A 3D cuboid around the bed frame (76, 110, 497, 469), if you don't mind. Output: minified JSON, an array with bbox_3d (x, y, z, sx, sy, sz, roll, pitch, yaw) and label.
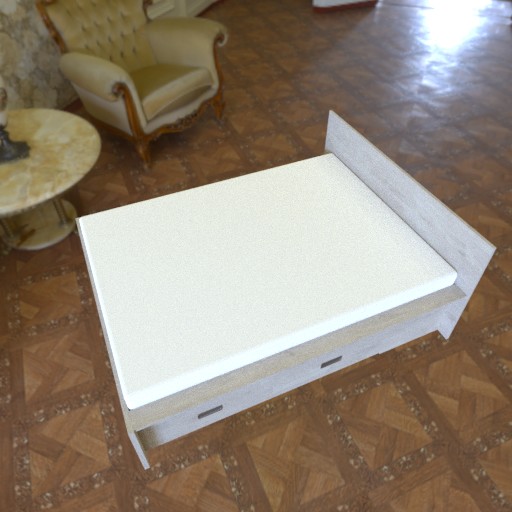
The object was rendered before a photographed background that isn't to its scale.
[{"bbox_3d":[0.000,0.000,2.781,1.960,0.800,1.622,-17,48,-17],"label":"bed frame"}]
